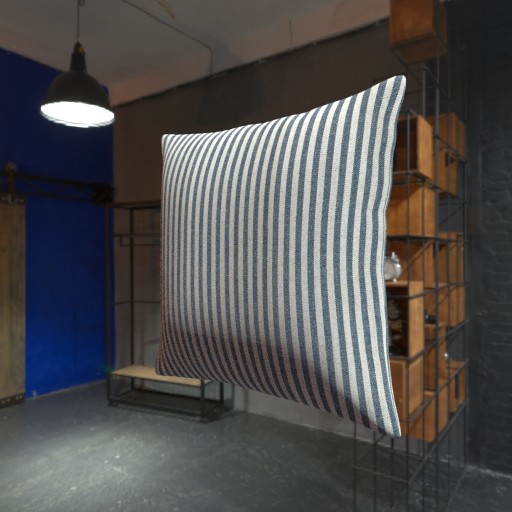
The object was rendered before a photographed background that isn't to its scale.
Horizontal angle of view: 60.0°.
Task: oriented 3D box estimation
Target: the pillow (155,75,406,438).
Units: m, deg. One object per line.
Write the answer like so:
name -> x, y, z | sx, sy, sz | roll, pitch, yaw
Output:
pillow -> 0.000, 0.000, 0.780 | 0.523, 0.510, 0.166 | 0, 0, 38
